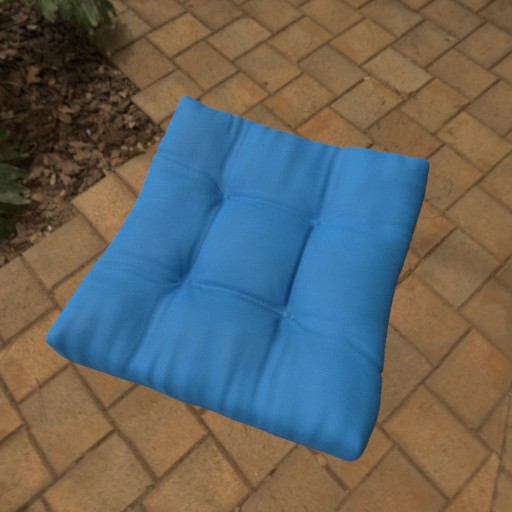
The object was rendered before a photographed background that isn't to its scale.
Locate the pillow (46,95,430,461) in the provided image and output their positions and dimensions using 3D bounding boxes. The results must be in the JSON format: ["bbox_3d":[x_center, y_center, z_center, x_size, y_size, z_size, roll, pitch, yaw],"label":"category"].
[{"bbox_3d":[0.000,0.000,0.708,0.468,0.128,0.490,17,65,8],"label":"pillow"}]
